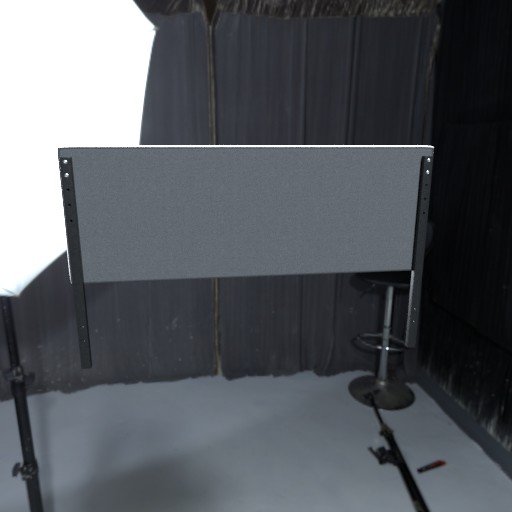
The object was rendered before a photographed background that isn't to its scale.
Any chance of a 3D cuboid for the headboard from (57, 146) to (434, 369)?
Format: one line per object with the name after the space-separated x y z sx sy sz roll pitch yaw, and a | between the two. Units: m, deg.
0.000 0.000 2.923 2.362 1.410 0.120 -2 14 -8 | headboard
